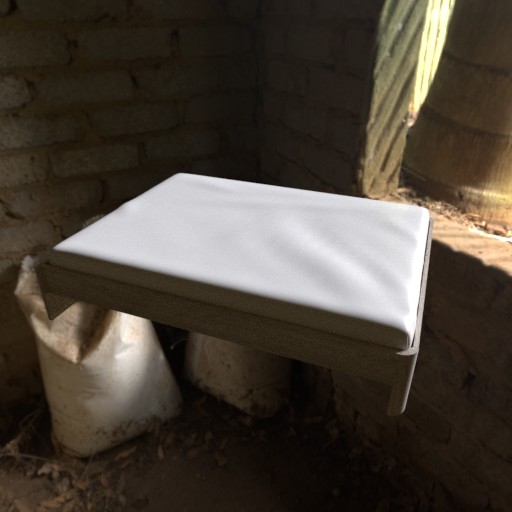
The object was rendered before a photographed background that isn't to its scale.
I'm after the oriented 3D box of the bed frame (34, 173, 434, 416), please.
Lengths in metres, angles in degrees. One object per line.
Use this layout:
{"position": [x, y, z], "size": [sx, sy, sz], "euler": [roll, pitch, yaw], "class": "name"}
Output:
{"position": [0.000, 0.000, 2.704], "size": [1.950, 0.462, 1.490], "euler": [11, 31, 19], "class": "bed frame"}
